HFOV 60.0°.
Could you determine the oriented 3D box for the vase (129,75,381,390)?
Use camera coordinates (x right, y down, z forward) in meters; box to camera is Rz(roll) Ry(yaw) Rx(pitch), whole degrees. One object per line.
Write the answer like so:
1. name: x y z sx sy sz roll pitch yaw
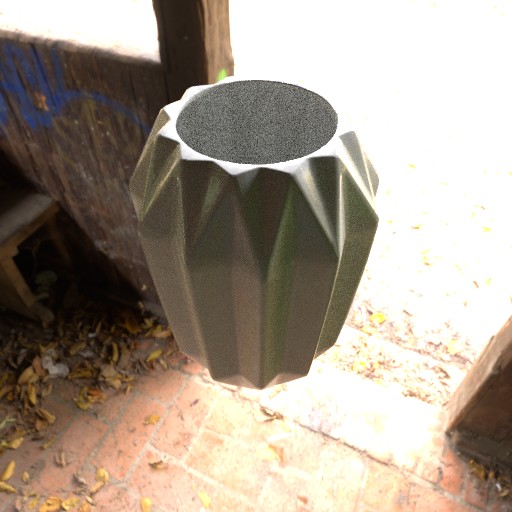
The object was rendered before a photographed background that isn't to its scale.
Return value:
1. vase: 0.000 0.000 0.401 0.195 0.275 0.195 0 47 0
